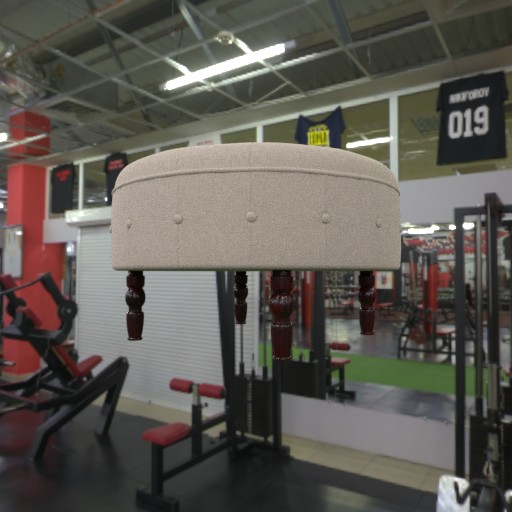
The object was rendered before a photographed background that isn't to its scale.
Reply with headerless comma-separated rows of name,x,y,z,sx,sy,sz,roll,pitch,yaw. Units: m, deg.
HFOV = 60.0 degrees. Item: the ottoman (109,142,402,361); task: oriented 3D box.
ottoman,0.000,0.000,1.362,0.848,0.494,0.848,0,-2,0
